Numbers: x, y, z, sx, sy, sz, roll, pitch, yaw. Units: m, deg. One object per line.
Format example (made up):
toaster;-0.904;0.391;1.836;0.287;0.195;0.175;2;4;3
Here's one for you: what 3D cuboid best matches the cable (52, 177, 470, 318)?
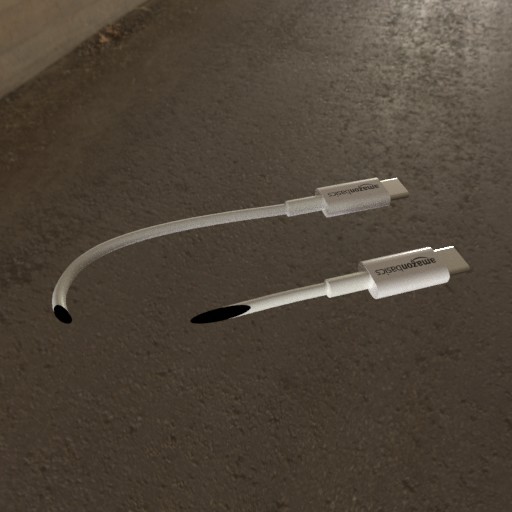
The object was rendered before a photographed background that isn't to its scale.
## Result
cable;0.000;0.000;0.112;0.098;0.005;0.041;-12;48;-11
